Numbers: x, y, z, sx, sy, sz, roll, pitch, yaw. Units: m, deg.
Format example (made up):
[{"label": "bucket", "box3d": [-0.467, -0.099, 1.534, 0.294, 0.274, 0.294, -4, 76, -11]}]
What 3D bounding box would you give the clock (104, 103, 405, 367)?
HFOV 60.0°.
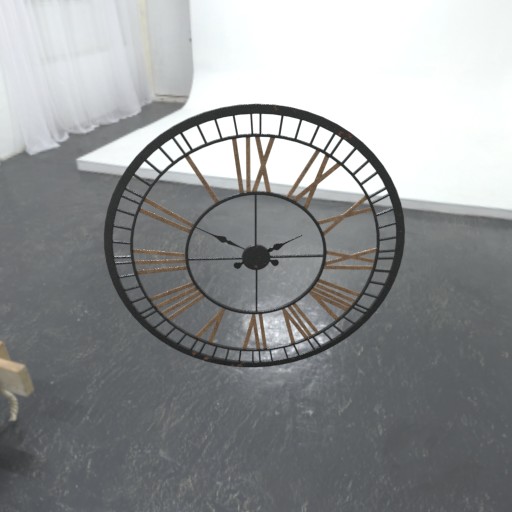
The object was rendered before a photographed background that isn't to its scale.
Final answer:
[{"label": "clock", "box3d": [0.000, 0.000, 1.268, 0.843, 0.843, 0.025, -1, 30, -2]}]
